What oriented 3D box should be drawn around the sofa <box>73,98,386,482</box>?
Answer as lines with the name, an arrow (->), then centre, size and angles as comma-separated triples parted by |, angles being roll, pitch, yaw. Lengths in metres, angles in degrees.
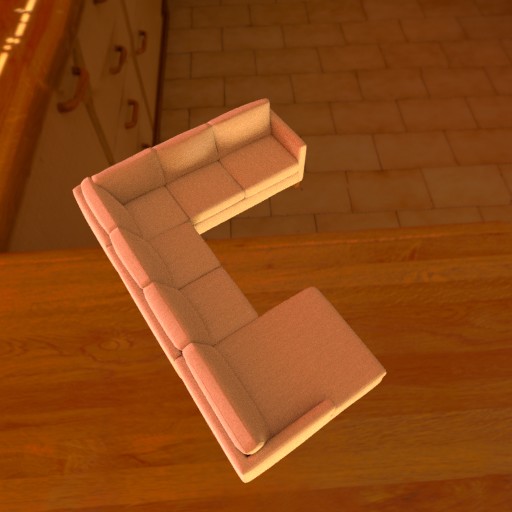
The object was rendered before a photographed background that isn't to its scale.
sofa -> 0.000, 0.000, 4.692 | 2.594, 0.961, 3.460 | -30, 63, -17
